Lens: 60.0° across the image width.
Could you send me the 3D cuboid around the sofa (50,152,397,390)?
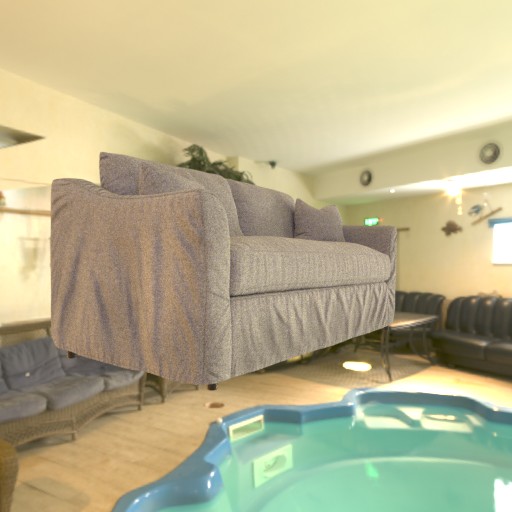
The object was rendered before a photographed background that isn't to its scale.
[{"bbox_3d":[0.000,0.000,2.652,1.072,1.018,2.010,0,-1,37],"label":"sofa"}]
